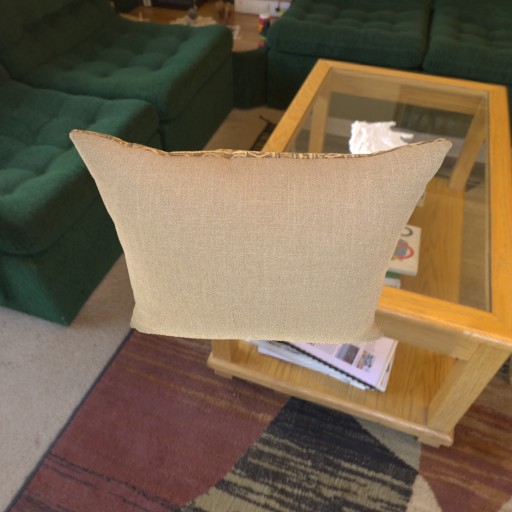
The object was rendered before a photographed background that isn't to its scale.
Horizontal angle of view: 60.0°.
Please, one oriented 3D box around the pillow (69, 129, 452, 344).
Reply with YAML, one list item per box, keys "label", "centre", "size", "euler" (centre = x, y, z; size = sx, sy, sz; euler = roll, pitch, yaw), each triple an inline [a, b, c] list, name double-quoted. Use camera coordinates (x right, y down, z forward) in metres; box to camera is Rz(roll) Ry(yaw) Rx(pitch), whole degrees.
- label: "pillow"
  centre: [0.000, 0.000, 0.789]
  size: [0.546, 0.487, 0.180]
  euler: [2, 46, 2]
